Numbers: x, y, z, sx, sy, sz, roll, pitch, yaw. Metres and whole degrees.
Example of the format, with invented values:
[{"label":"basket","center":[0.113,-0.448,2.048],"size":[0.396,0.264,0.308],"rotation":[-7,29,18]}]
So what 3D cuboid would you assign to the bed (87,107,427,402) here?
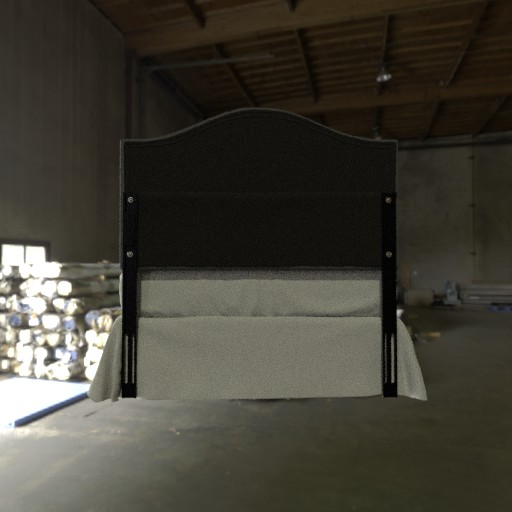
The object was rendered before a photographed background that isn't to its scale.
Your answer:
[{"label":"bed","center":[0.000,0.000,3.515],"size":[1.876,1.645,2.221],"rotation":[0,-1,0]}]
